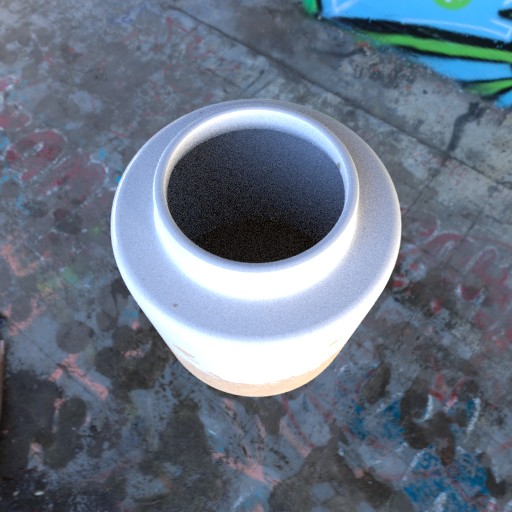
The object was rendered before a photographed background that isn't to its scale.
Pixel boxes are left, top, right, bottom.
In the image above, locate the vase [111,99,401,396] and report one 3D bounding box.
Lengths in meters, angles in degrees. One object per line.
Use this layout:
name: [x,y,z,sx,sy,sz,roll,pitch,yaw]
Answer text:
vase: [0.000,0.000,0.284,0.153,0.167,0.153,0,64,0]
